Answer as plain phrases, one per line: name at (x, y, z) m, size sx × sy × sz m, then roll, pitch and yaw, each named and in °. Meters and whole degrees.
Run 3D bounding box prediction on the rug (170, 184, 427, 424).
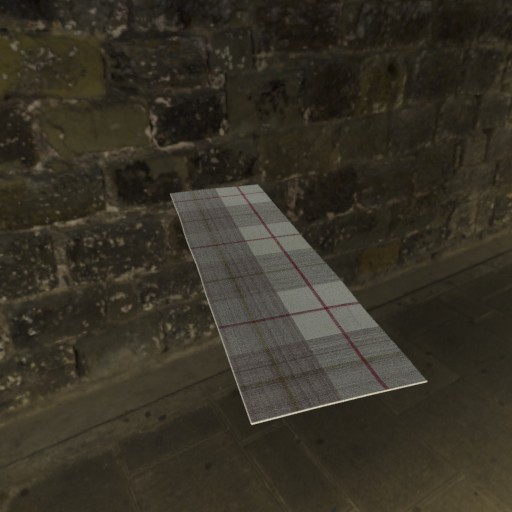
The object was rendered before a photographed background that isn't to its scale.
rug at (0.000, 0.000, 2.766) m, size 0.762 × 0.013 × 2.439 m, roll -8°, pitch 30°, yaw -14°
